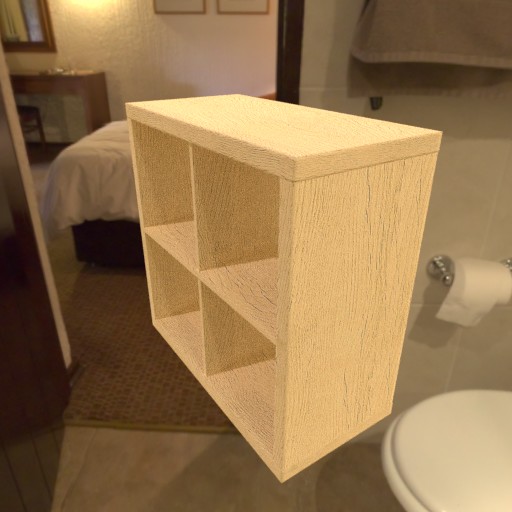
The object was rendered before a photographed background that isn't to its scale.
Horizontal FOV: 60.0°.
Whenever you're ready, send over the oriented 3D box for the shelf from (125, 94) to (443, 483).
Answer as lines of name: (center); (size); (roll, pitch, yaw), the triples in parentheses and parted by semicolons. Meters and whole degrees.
shelf: (0.000, 0.000, 1.280); (0.390, 0.786, 0.790); (-17, 31, -30)
